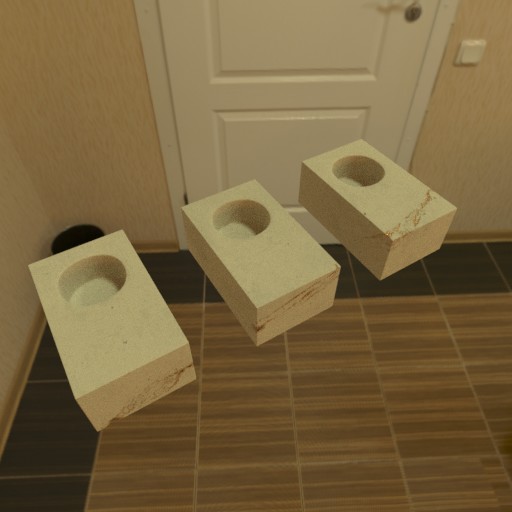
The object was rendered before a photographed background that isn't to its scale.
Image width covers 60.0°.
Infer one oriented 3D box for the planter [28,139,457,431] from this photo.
[{"bbox_3d":[0.000,0.000,0.381,0.333,0.051,0.127,-24,52,-21],"label":"planter"}]
